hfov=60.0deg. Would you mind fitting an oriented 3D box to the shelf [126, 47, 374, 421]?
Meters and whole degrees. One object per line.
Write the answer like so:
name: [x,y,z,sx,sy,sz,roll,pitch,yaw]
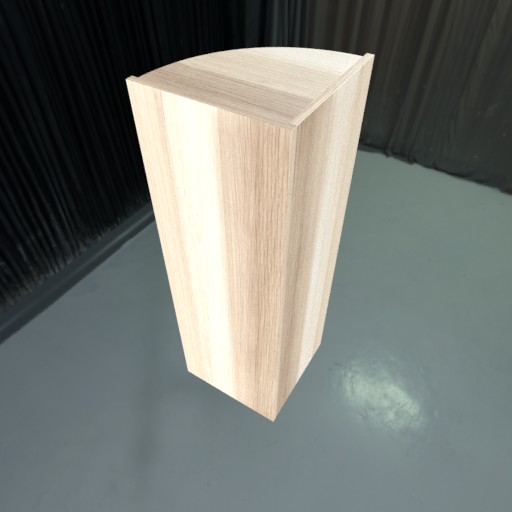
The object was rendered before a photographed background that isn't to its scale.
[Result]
shelf: [0.000,0.000,1.024,0.290,0.872,0.290,24,50,22]
